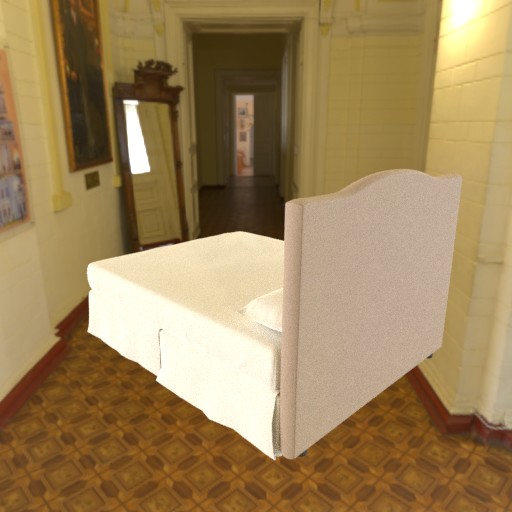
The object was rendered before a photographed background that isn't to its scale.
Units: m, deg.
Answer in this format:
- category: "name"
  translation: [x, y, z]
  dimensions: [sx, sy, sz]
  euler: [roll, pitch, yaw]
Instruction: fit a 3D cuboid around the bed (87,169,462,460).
- category: "bed"
  translation: [0.000, 0.000, 3.387]
  dimensions: [1.821, 1.436, 2.282]
  euler: [-15, 22, -42]
